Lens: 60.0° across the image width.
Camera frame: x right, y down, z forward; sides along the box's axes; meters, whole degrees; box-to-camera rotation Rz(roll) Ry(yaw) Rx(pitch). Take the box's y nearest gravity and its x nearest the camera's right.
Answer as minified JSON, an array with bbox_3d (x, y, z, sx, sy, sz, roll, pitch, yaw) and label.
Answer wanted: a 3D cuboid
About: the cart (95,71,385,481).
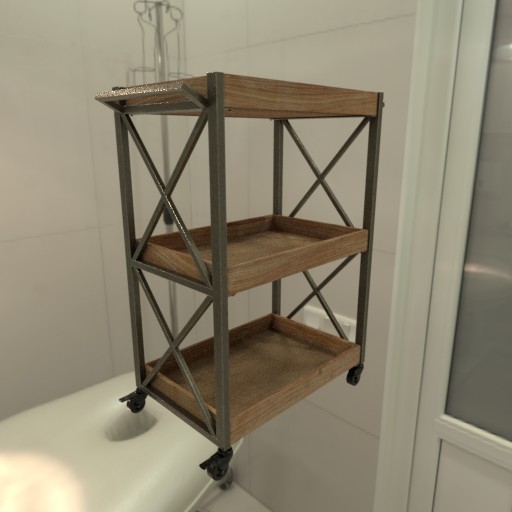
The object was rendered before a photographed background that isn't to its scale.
[{"bbox_3d":[0.000,0.000,1.185,0.377,0.835,0.673,15,21,43],"label":"cart"}]
